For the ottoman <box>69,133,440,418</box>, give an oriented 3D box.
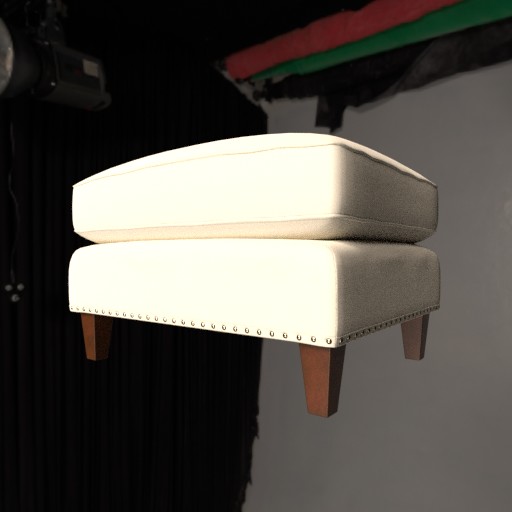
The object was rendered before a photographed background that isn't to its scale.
[{"bbox_3d":[0.000,0.000,1.109,0.741,0.513,0.584,0,0,37],"label":"ottoman"}]
